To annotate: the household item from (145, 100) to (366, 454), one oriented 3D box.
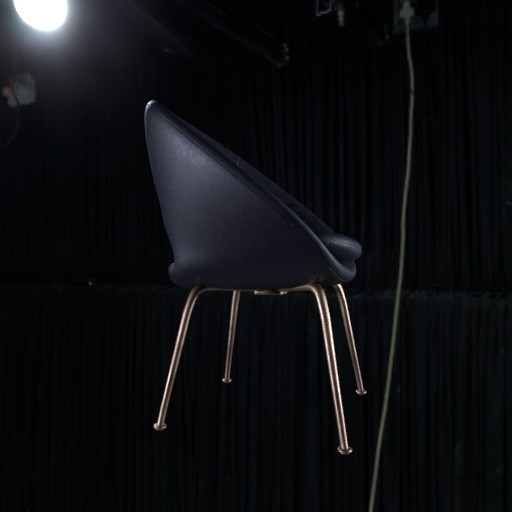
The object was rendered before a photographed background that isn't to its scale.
[{"bbox_3d":[0.000,0.000,1.242,0.573,0.852,0.623,0,-1,18],"label":"household item"}]
